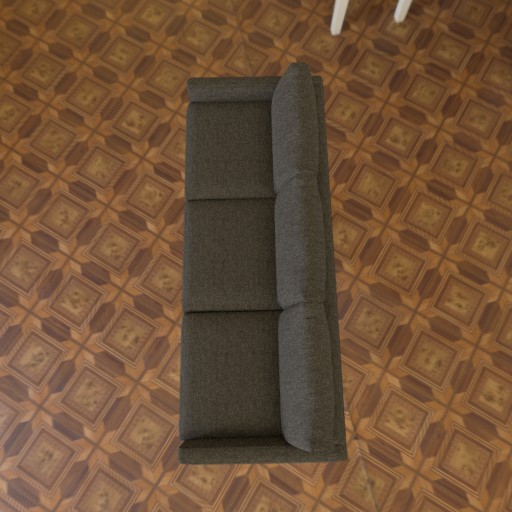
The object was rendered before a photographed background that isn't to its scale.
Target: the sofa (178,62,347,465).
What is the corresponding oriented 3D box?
[{"bbox_3d":[0.000,0.000,2.658,0.876,0.879,2.253,-1,75,0],"label":"sofa"}]
